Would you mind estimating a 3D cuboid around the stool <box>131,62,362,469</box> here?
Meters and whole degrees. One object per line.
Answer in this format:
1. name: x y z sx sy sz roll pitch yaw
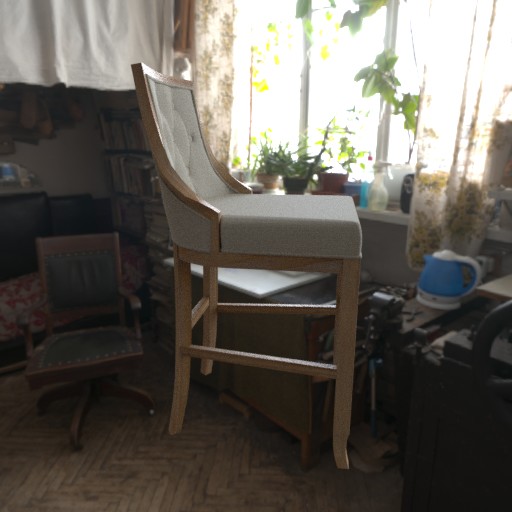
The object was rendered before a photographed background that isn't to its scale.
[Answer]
1. stool: 0.000 0.000 1.420 0.626 1.101 0.524 3 16 9
